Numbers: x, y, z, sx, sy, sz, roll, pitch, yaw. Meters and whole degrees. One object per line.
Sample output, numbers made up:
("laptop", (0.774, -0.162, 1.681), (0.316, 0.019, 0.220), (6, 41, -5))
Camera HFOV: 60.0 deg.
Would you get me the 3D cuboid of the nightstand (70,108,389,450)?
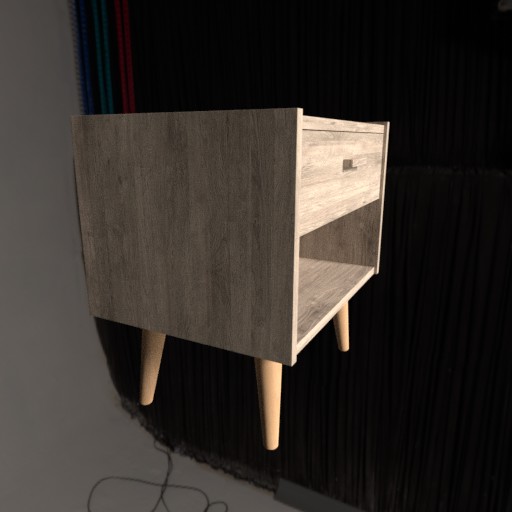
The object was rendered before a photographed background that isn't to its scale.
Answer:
("nightstand", (0.000, 0.000, 0.849), (0.380, 0.500, 0.480), (8, 17, 27))
